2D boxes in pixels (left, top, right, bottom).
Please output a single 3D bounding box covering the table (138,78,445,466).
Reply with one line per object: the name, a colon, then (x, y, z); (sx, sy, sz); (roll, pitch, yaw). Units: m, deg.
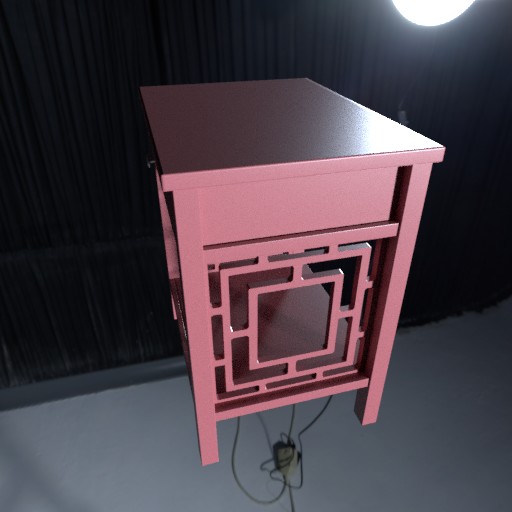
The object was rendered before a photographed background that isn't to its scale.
table: (0.000, 0.000, 1.069); (0.451, 0.686, 0.599); (-8, 33, -13)
